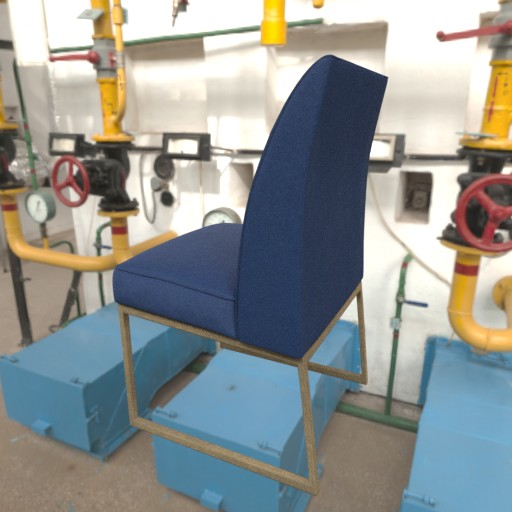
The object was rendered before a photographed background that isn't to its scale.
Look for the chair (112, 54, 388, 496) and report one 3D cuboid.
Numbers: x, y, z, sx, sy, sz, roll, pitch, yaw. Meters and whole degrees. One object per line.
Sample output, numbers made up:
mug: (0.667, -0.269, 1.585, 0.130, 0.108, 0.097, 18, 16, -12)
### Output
chair: (0.000, 0.000, 1.122, 0.522, 0.863, 0.508, 8, 19, 25)
